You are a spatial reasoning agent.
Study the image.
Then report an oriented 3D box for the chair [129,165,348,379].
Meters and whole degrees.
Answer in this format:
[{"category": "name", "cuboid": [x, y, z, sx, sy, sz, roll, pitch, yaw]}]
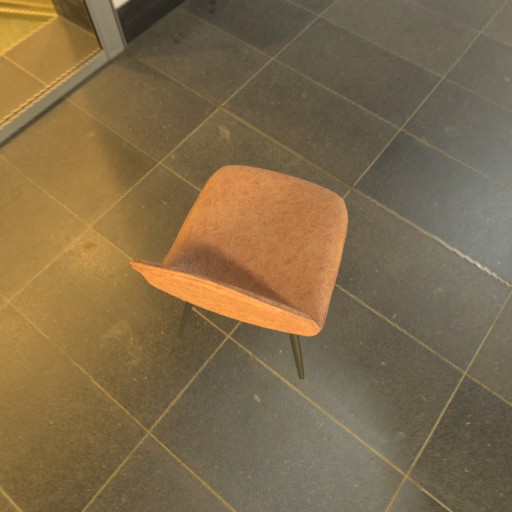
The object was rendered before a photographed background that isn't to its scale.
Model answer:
[{"category": "chair", "cuboid": [0.000, 0.000, 1.228, 0.472, 0.889, 0.561, 17, 65, 8]}]
